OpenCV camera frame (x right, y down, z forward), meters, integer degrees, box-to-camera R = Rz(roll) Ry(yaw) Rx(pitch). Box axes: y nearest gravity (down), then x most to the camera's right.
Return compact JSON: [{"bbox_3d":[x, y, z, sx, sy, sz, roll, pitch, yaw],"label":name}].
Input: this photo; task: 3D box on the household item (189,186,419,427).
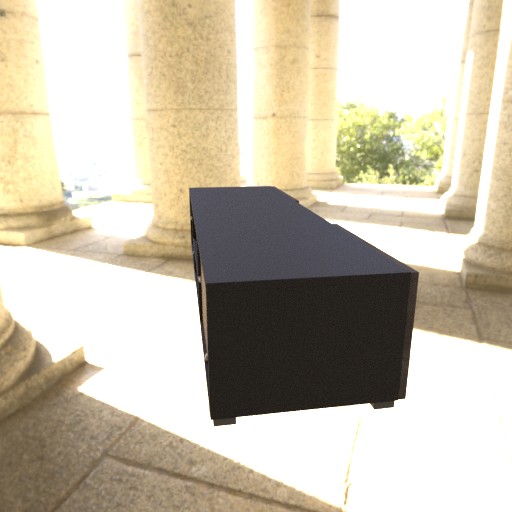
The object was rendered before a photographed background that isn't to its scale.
[{"bbox_3d":[0.000,0.000,1.546,0.420,0.310,1.400,-3,16,-9],"label":"household item"}]
